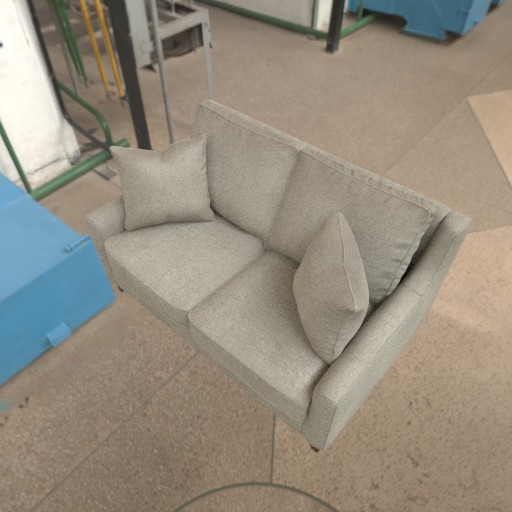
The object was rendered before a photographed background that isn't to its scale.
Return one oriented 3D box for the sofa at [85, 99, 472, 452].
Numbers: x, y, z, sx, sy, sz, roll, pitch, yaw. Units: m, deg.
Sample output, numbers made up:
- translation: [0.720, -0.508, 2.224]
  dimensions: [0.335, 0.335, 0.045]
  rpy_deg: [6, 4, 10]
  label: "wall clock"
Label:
- translation: [0.000, 0.000, 2.011]
  dimensions: [1.422, 0.863, 0.915]
  rpy_deg: [32, 55, 26]
  label: "sofa"
